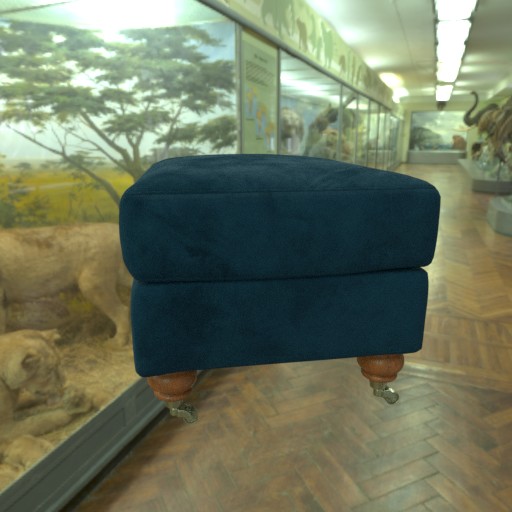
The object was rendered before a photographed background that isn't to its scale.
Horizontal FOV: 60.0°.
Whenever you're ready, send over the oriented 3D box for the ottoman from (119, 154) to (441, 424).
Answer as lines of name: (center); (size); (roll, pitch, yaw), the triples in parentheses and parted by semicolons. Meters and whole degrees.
ottoman: (0.000, 0.000, 1.137); (0.572, 0.503, 0.773); (-2, 15, -9)
